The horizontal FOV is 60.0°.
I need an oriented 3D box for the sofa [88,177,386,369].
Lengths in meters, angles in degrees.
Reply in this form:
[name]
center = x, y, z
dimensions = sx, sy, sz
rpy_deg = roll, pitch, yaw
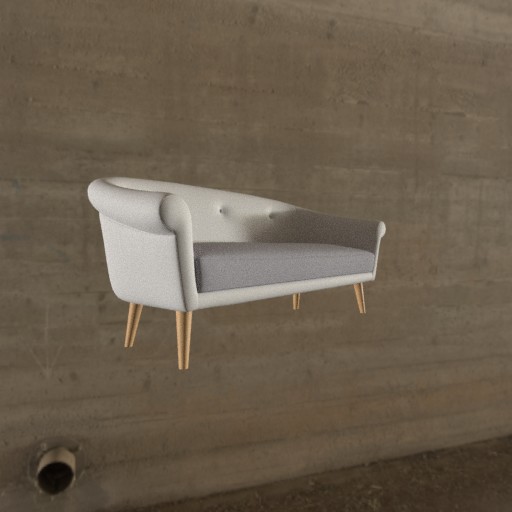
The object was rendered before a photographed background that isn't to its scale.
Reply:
[sofa]
center = 0.000, 0.000, 2.588
dimensions = 0.827, 0.795, 2.160
rpy_deg = 1, 1, 36
